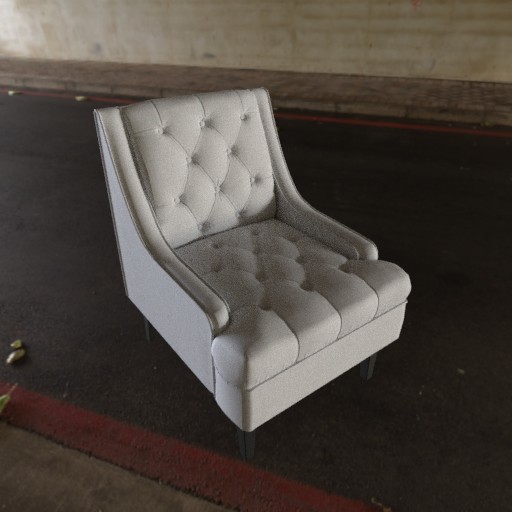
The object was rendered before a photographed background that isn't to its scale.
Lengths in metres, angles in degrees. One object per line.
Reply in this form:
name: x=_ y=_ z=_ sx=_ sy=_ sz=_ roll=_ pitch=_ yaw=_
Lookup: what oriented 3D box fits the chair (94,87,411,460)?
chair: x=0.000 y=0.000 z=1.424 sx=0.658 sy=0.891 sz=0.772 roll=-21 pitch=36 yaw=-31
